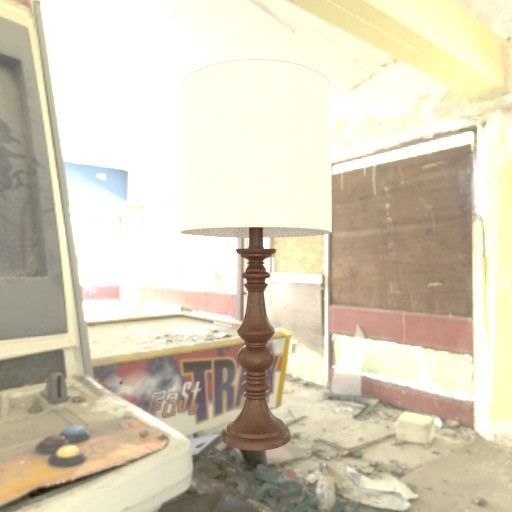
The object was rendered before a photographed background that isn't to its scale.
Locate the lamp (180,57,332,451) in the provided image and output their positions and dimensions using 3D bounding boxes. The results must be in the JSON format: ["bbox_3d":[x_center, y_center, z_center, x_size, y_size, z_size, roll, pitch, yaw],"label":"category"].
[{"bbox_3d":[0.000,0.000,0.741,0.250,0.597,0.250,0,-1,-19],"label":"lamp"}]
